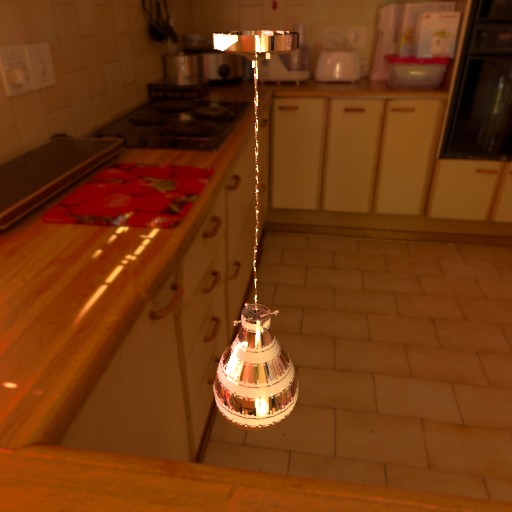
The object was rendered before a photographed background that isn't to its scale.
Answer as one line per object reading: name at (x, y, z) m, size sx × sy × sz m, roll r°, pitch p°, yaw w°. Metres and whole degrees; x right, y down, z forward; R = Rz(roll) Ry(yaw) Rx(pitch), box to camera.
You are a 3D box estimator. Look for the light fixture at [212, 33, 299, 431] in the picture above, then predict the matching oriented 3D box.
light fixture at (0.000, 0.000, 1.619) m, size 0.374 × 1.457 × 0.374 m, roll -11°, pitch 31°, yaw -19°
